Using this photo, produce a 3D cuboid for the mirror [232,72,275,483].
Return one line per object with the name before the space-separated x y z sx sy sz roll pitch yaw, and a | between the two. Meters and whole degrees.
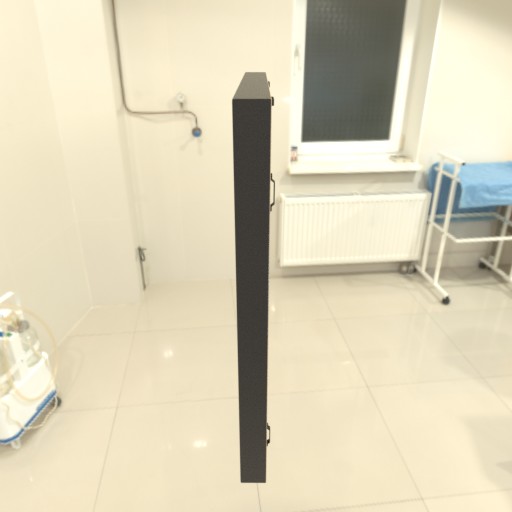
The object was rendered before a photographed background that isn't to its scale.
mirror | 0.000 0.000 0.691 0.041 0.508 0.405 0 26 0
